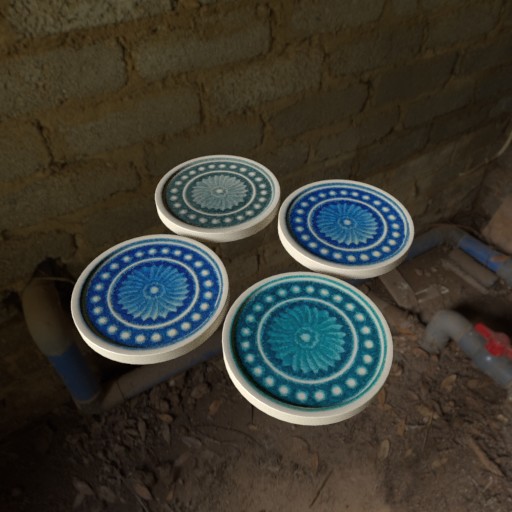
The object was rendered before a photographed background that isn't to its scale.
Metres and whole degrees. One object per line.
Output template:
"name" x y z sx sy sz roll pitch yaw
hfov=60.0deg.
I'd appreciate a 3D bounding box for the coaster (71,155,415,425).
"coaster" 0.000 0.000 0.336 0.220 0.010 0.224 15 48 14
